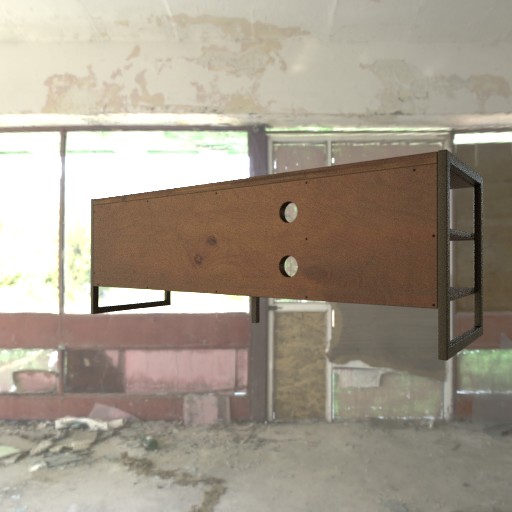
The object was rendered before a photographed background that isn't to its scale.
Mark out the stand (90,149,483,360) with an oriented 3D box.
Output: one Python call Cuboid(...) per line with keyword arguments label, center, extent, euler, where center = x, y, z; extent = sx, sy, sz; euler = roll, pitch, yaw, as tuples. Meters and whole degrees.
Cuboid(label="stand", center=(0.000, 0.000, 1.683), extent=(1.480, 0.506, 0.454), euler=(0, 0, 37))
